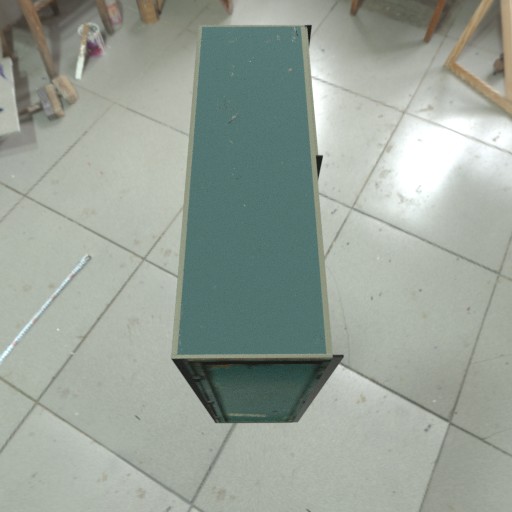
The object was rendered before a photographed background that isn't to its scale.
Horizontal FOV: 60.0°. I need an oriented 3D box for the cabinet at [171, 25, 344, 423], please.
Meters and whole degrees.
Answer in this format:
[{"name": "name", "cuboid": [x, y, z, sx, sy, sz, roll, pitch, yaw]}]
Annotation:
[{"name": "cabinet", "cuboid": [0.000, 0.000, 3.157, 0.680, 2.160, 2.000, 0, 63, 0]}]
